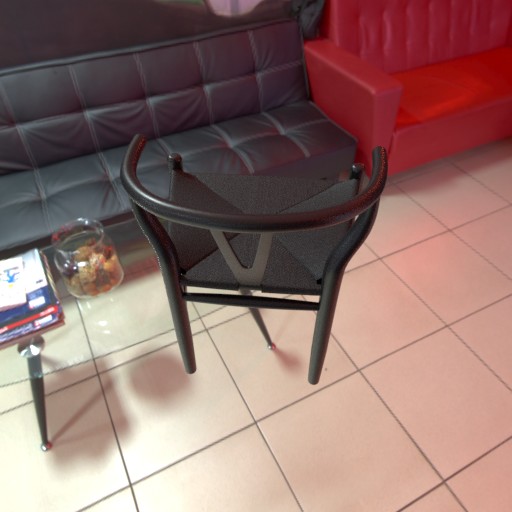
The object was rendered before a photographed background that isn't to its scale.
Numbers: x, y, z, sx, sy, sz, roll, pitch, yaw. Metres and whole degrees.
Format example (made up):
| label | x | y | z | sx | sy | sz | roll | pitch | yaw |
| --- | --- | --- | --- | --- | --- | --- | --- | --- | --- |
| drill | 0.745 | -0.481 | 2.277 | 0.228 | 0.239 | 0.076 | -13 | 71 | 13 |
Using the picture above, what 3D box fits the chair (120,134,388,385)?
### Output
| label | x | y | z | sx | sy | sz | roll | pitch | yaw |
| --- | --- | --- | --- | --- | --- | --- | --- | --- | --- |
| chair | 0.000 | 0.000 | 1.150 | 0.569 | 0.730 | 0.579 | 4 | 45 | 4 |
